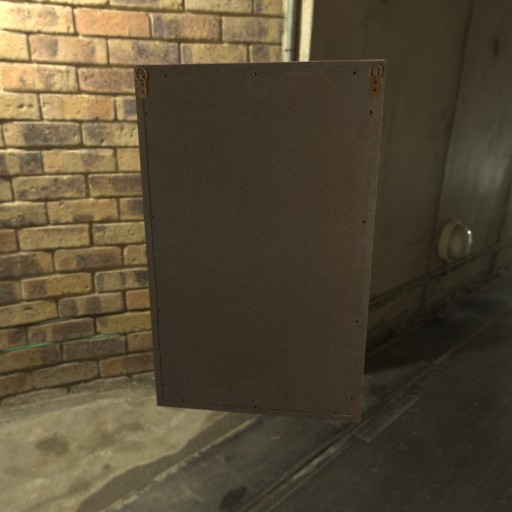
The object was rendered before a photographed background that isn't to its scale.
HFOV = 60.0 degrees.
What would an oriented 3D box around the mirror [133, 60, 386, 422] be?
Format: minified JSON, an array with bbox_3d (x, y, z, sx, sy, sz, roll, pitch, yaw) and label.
[{"bbox_3d":[0.000,0.000,0.978,0.495,0.787,0.058,2,16,7],"label":"mirror"}]
